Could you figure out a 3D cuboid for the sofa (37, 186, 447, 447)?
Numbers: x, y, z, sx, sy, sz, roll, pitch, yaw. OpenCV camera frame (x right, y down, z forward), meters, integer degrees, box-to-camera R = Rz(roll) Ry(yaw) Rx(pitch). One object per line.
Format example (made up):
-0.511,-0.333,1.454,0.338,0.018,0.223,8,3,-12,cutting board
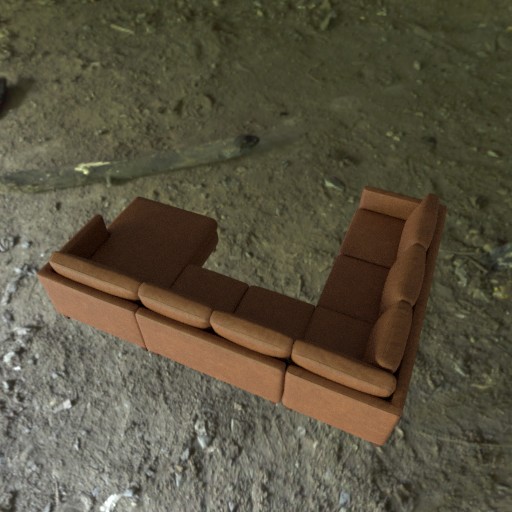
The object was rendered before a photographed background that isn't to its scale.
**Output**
0.000,0.000,4.687,3.460,0.923,2.593,18,50,16,sofa
